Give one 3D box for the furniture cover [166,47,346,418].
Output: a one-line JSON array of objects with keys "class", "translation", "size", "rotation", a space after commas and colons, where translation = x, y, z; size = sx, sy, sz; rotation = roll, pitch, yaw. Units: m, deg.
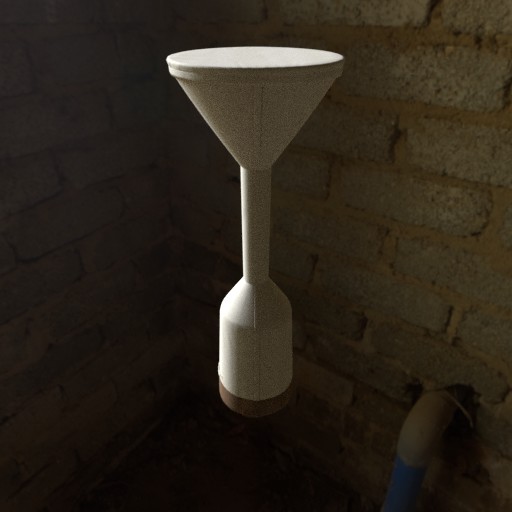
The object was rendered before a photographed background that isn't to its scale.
[{"class": "furniture cover", "translation": [0.000, 0.000, 2.905], "size": [0.914, 2.413, 0.914], "rotation": [-1, 30, -1]}]
